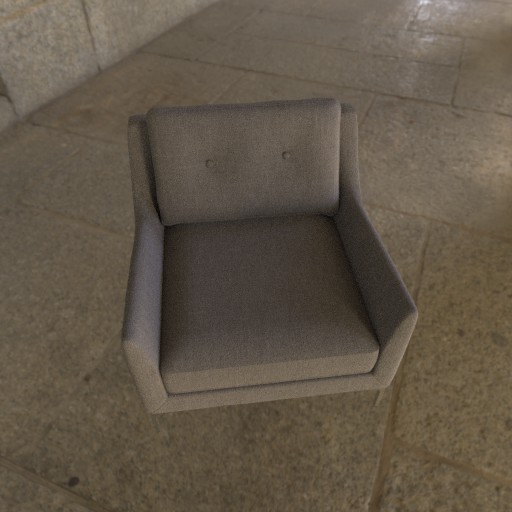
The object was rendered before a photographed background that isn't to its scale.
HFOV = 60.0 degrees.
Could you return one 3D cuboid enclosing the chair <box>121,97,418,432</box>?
[{"bbox_3d":[0.000,0.000,1.561,0.847,0.828,0.849,-5,45,-5],"label":"chair"}]
